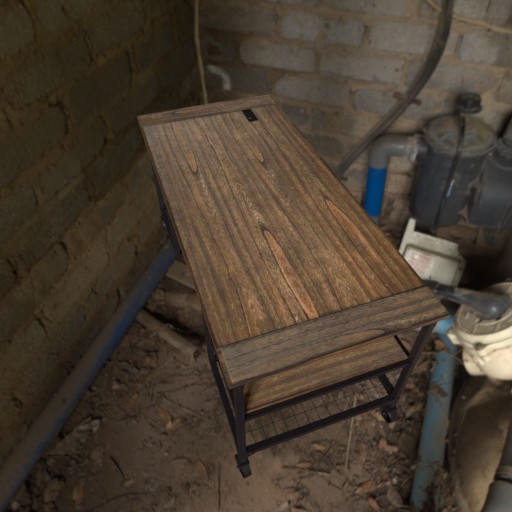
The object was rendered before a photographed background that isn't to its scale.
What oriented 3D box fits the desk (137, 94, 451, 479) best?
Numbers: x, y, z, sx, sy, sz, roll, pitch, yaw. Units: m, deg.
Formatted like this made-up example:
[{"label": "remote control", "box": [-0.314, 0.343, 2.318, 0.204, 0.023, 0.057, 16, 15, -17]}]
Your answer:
[{"label": "desk", "box": [0.000, 0.000, 2.052, 0.711, 0.751, 1.590, -14, 47, -14]}]
